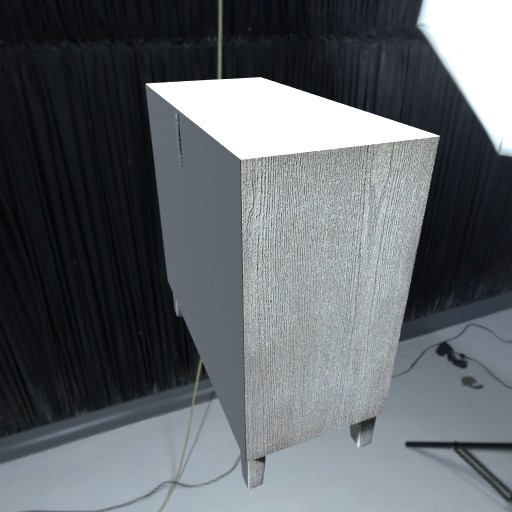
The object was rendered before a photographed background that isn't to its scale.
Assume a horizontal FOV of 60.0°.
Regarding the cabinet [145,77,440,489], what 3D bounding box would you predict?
[{"bbox_3d":[0.000,0.000,1.188,0.370,0.787,0.781,-11,31,-19],"label":"cabinet"}]
